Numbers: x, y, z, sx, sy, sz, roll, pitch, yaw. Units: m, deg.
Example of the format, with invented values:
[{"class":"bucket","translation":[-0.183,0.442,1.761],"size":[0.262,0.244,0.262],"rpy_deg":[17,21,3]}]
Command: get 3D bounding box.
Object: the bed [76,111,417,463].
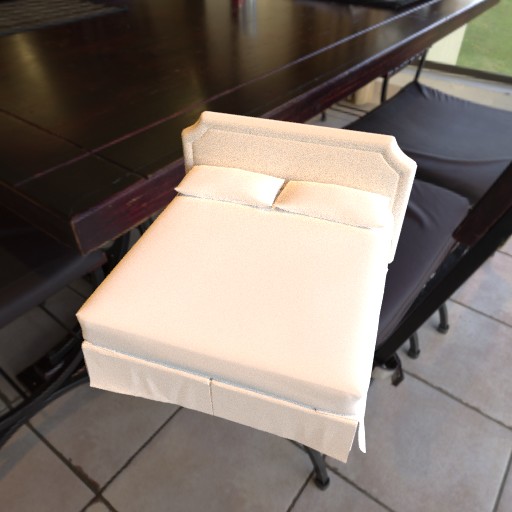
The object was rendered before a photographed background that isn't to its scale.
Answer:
[{"class":"bed","translation":[0.000,0.000,3.477],"size":[2.160,1.301,2.204],"rpy_deg":[12,42,14]}]
